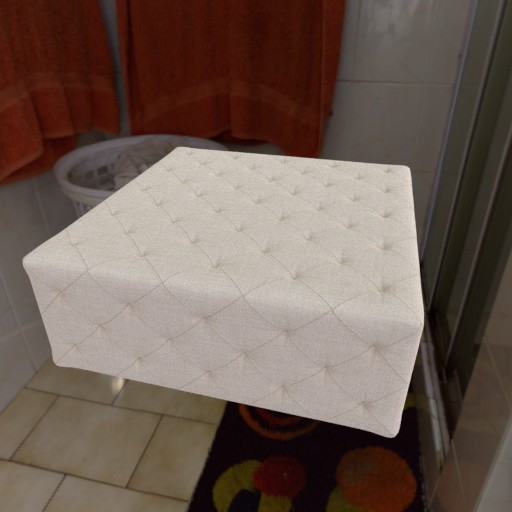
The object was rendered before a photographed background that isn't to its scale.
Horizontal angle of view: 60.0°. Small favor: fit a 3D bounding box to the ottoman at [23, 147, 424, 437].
[{"bbox_3d":[0.000,0.000,1.579,1.028,0.439,1.028,8,32,13],"label":"ottoman"}]
